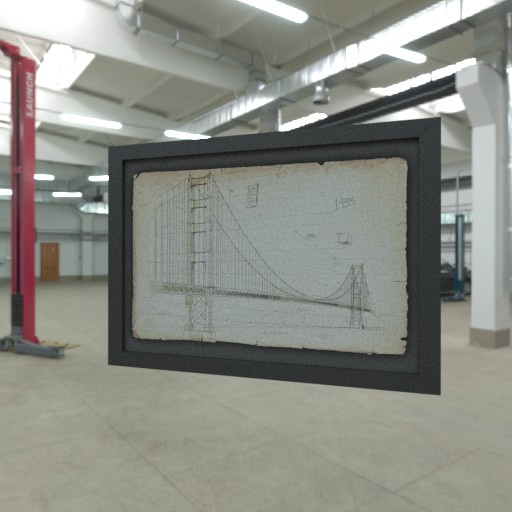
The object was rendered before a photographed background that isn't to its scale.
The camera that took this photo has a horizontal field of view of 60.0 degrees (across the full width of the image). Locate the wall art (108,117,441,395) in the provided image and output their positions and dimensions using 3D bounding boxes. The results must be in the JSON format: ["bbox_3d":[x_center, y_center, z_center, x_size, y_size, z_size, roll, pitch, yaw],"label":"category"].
[{"bbox_3d":[0.000,0.000,0.561,0.432,0.306,0.016,0,0,18],"label":"wall art"}]
